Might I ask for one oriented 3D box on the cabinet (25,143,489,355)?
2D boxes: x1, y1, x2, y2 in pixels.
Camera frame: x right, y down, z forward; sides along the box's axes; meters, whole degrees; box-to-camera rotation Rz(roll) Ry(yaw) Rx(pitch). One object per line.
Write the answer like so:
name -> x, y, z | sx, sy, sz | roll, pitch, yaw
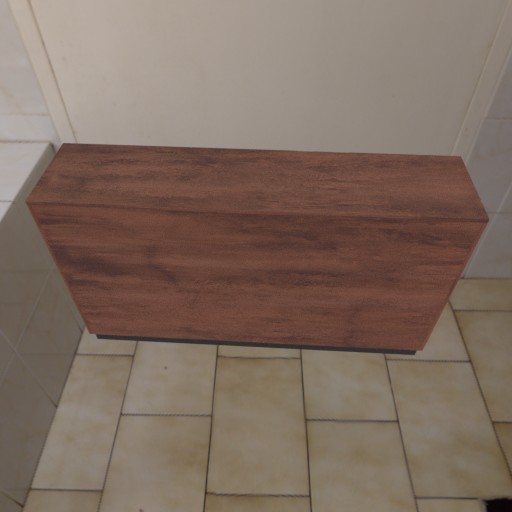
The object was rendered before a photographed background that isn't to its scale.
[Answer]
cabinet -> 0.000, 0.000, 1.995 | 1.600, 0.900, 0.420 | 2, 47, 2
